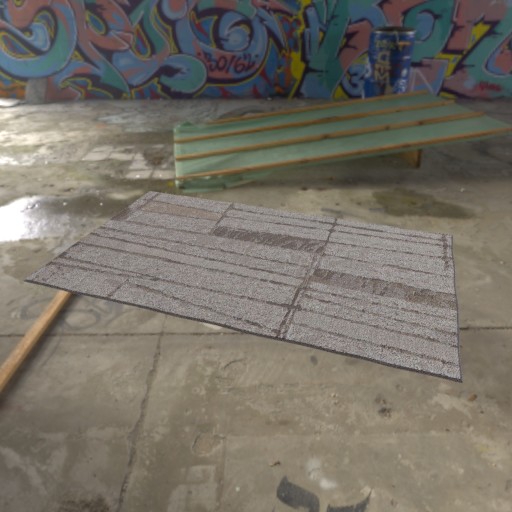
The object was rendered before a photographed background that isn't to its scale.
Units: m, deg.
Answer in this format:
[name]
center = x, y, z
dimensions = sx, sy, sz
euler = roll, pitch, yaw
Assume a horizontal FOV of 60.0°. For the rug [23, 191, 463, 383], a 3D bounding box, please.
[rug]
center = 0.000, 0.000, 1.023
dimensions = 0.867, 0.007, 0.515
euler = 10, 32, 16
